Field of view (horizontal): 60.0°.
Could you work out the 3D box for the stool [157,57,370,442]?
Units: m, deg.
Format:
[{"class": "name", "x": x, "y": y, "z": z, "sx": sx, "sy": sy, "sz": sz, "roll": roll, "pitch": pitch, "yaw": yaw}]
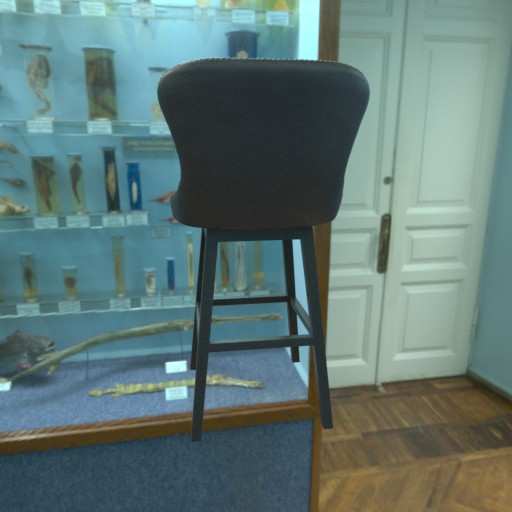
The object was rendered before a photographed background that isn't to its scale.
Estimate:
[{"class": "stool", "x": 0.000, "y": 0.000, "z": 1.379, "sx": 0.528, "sy": 1.050, "sz": 0.601, "roll": -2, "pitch": 15, "yaw": -8}]
